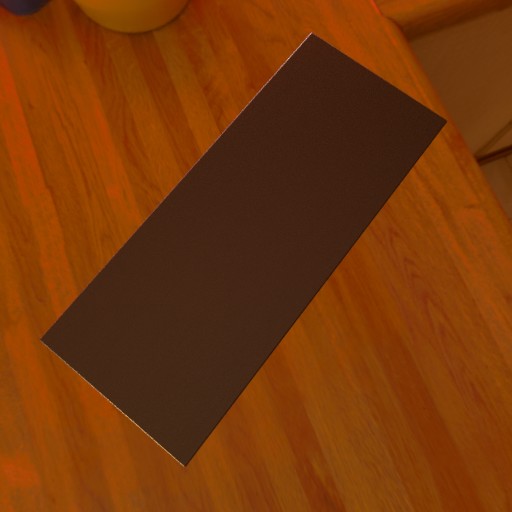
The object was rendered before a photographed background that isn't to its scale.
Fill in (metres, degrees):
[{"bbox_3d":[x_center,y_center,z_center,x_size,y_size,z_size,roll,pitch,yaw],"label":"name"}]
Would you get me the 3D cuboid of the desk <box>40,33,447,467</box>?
[{"bbox_3d":[0.000,0.000,1.628,0.508,0.775,1.220,37,79,8],"label":"desk"}]
